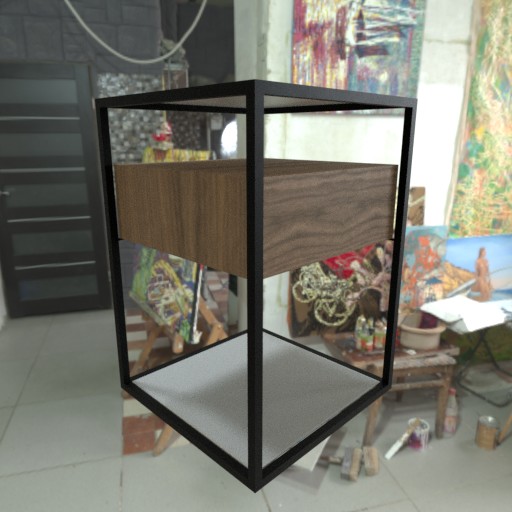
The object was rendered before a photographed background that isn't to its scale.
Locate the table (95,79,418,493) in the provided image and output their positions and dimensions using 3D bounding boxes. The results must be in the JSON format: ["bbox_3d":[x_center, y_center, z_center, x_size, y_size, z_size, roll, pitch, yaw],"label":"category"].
[{"bbox_3d":[0.000,0.000,0.804,0.378,0.540,0.378,-15,21,-43],"label":"table"}]
